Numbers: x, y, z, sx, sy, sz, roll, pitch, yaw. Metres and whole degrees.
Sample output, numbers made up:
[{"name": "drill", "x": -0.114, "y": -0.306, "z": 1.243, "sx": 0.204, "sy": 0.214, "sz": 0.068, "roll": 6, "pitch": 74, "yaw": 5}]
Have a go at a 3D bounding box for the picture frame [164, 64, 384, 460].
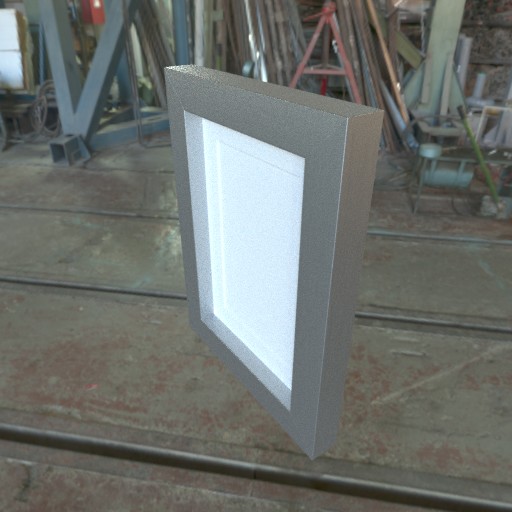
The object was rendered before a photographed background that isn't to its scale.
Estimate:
[{"name": "picture frame", "x": 0.000, "y": 0.000, "z": 0.282, "sx": 0.028, "sy": 0.208, "sz": 0.157, "roll": -20, "pitch": 36, "yaw": -30}]
